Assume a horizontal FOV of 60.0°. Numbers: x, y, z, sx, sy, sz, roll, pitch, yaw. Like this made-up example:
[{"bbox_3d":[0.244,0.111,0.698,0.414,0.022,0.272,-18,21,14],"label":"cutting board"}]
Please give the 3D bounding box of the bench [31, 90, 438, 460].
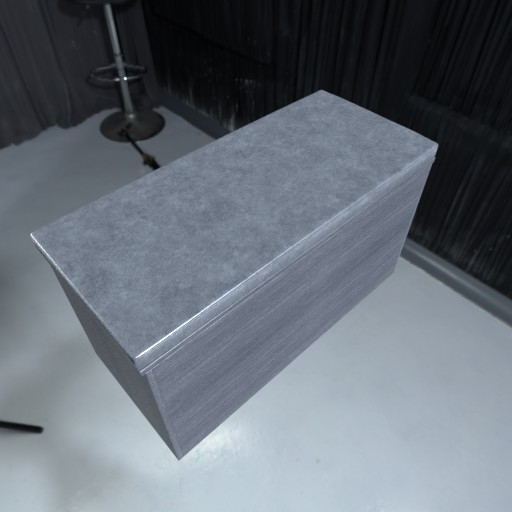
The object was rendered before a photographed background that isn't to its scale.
[{"bbox_3d":[0.000,0.000,1.196,0.905,0.501,0.401,-34,56,-27],"label":"bench"}]
